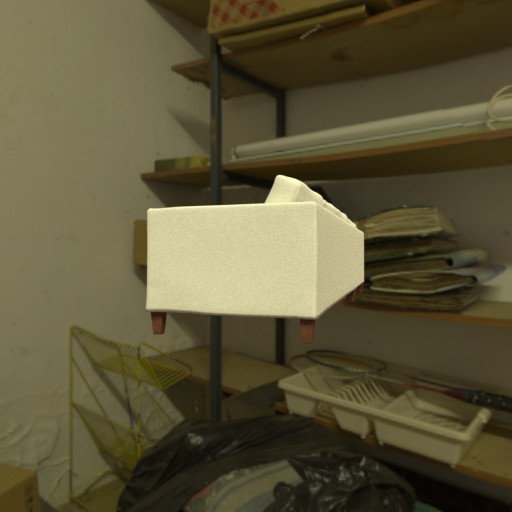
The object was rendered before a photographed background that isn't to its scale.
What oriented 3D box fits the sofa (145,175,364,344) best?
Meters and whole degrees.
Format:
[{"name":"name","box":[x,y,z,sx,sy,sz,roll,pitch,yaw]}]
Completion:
[{"name":"sofa","box":[0.000,0.000,3.854,1.625,0.846,3.186,0,0,18]}]
